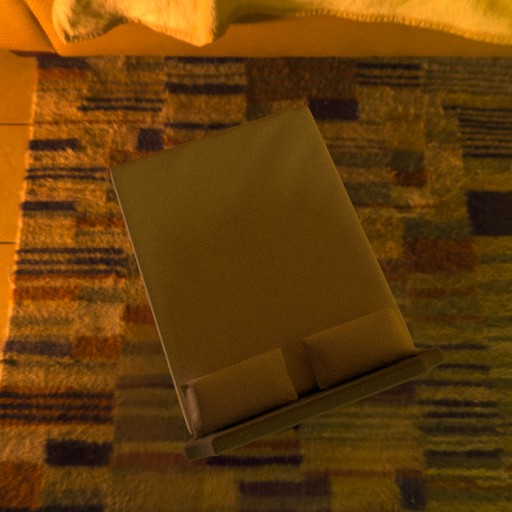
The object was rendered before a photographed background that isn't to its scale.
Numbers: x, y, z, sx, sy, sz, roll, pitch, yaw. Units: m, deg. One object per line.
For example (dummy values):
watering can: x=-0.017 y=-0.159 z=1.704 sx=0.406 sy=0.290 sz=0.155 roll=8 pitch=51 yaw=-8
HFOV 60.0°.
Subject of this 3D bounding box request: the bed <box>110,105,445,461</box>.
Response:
bed: x=0.000 y=0.000 z=3.605 sx=1.977 sy=1.306 sz=2.464 roll=-19 pitch=76 yaw=-5
